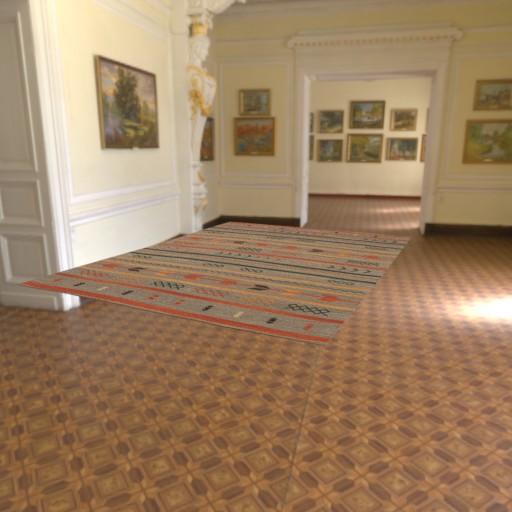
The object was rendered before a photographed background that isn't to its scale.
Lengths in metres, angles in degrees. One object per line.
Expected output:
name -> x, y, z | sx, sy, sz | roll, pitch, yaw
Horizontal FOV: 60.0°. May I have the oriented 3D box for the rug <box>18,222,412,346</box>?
rug -> 0.000, 0.000, 3.945 | 2.263, 0.022, 3.029 | 7, 15, 26
